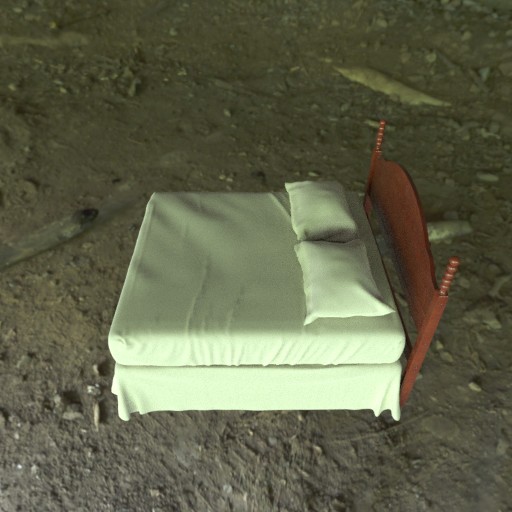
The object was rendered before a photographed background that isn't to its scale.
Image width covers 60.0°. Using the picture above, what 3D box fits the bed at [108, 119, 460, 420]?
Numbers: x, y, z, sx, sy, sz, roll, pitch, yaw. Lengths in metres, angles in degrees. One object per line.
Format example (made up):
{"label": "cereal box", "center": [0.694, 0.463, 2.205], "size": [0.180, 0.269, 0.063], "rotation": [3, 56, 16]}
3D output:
{"label": "bed", "center": [0.000, 0.000, 3.226], "size": [2.040, 1.356, 1.873], "rotation": [0, 41, 0]}
